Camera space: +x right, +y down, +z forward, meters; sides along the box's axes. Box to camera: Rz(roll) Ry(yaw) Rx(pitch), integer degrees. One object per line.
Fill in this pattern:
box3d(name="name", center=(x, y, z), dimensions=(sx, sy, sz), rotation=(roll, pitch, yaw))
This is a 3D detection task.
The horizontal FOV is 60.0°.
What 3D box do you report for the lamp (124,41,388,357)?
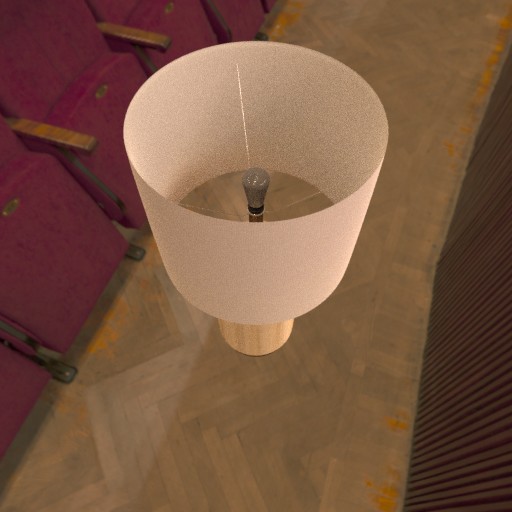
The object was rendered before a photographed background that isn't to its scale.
box3d(name="lamp", center=(0.000, 0.000, 0.569), dimensions=(0.228, 0.444, 0.228), rotation=(17, 59, 10))
